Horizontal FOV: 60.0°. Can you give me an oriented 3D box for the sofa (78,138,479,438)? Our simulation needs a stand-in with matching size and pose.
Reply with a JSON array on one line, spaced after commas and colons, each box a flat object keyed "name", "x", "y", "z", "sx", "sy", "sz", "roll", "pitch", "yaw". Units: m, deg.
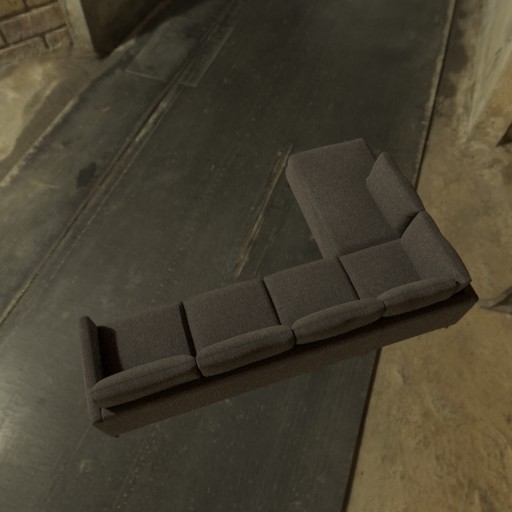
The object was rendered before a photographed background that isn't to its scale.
[{"name": "sofa", "x": 0.000, "y": 0.000, "z": 3.749, "sx": 2.949, "sy": 0.815, "sz": 2.007, "roll": -16, "pitch": 60, "yaw": -9}]
